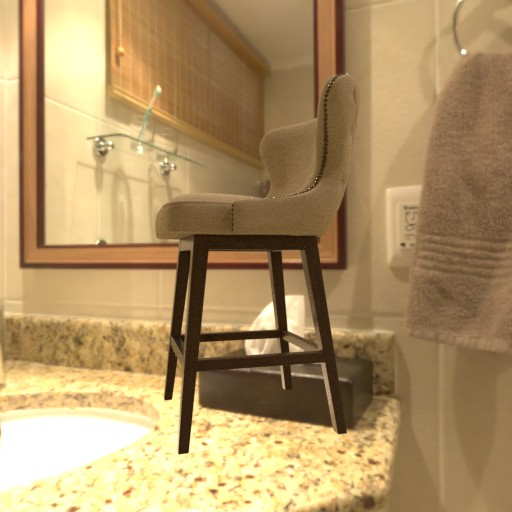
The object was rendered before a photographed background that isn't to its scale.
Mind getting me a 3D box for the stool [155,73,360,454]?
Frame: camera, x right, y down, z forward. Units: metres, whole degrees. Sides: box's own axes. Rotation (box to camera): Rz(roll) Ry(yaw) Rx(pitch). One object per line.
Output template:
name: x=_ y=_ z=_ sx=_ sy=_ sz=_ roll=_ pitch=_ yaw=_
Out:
stool: x=0.000 y=0.000 z=1.374 sx=0.597 sy=0.972 sz=0.615 roll=0 pitch=0 yaw=-16
